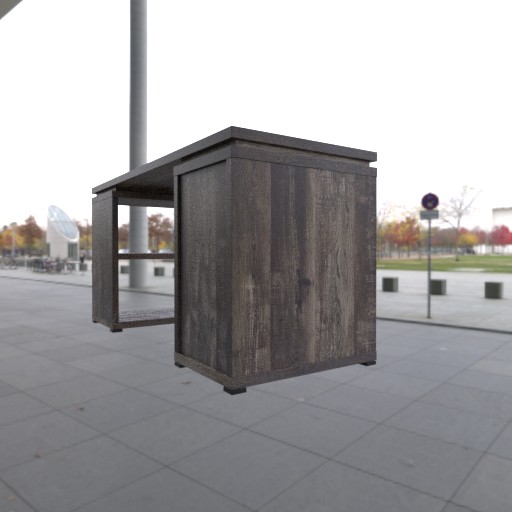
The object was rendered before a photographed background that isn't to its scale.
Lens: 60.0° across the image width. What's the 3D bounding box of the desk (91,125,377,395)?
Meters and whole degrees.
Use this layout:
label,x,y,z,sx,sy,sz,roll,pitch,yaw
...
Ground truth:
label,x,y,z,sx,sy,sz,roll,pitch,yaw
desk,0.000,0.000,2.202,1.200,0.753,1.524,-1,1,-34
